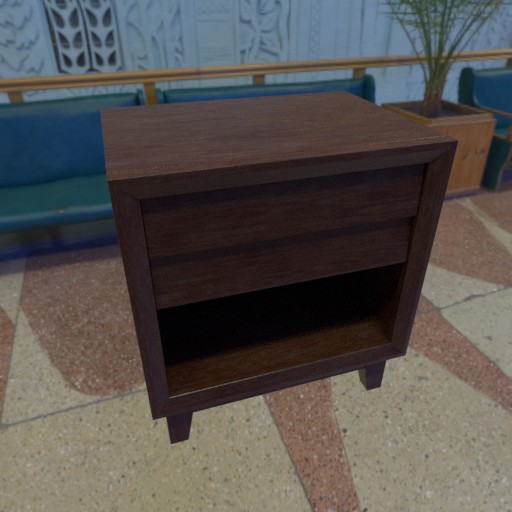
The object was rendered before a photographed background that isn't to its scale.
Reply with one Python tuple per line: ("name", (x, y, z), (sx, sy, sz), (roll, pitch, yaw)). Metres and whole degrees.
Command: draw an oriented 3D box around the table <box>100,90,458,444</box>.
("table", (0.000, 0.000, 1.000), (0.557, 0.609, 0.449), (-10, 33, -15))
